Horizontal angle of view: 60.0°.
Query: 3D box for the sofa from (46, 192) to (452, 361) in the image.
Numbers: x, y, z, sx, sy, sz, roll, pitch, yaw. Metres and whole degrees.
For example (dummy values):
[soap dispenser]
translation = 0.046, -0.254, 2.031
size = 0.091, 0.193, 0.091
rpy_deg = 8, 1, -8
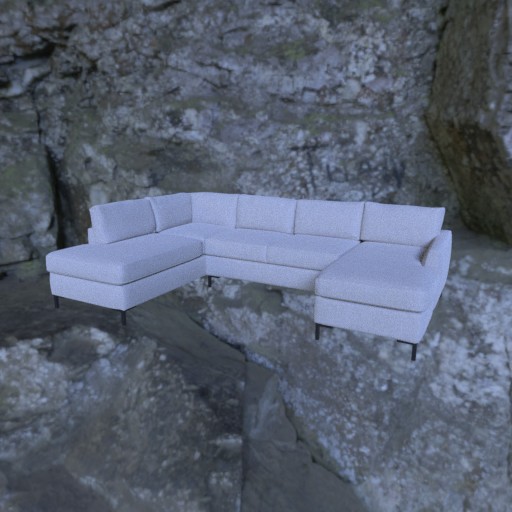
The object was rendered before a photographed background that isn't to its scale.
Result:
[sofa]
translation = 0.000, 0.000, 3.853
size = 2.984, 0.862, 1.989
rpy_deg = 8, 16, 28
